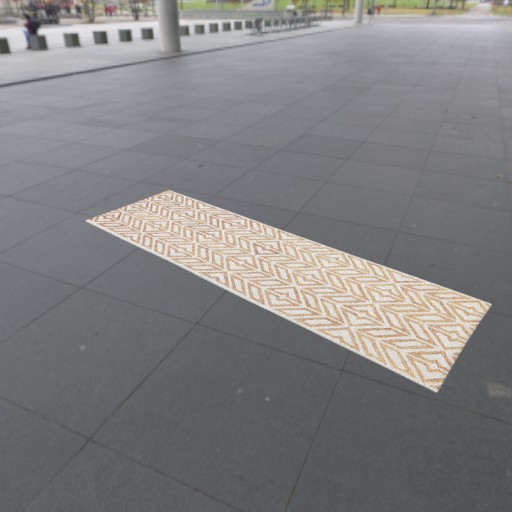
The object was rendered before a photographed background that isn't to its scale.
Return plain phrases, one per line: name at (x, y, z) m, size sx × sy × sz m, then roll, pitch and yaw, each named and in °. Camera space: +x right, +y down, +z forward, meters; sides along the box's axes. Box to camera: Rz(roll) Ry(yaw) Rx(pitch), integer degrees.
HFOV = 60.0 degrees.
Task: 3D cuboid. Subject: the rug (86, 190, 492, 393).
rug at (0.000, 0.000, 2.632) m, size 2.435 × 0.009 × 0.750 m, roll 22°, pitch 36°, yaw 34°
